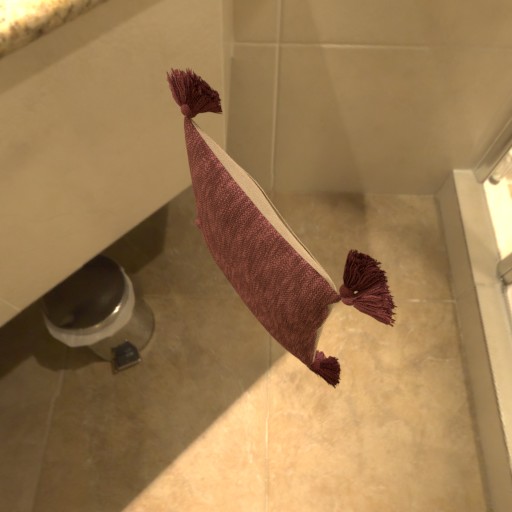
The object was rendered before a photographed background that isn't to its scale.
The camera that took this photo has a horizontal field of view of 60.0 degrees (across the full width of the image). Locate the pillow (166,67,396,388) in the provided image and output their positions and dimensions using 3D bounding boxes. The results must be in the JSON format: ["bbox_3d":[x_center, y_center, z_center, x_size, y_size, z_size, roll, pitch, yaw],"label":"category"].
[{"bbox_3d":[0.000,0.000,1.000,0.138,0.659,0.641,-33,69,-15],"label":"pillow"}]
